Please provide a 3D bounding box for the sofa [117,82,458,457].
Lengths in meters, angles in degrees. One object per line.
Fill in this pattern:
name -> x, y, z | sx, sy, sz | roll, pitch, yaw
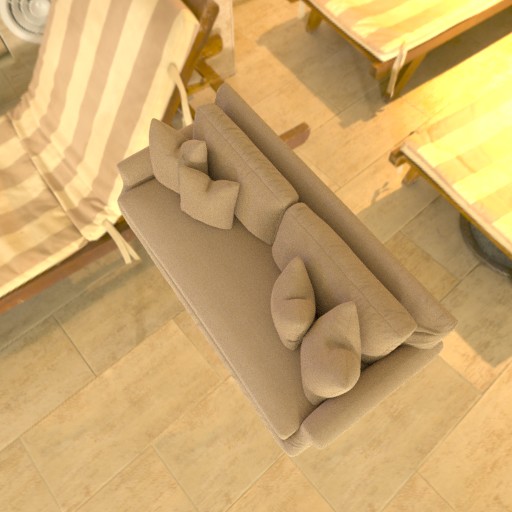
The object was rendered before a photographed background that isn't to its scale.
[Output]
sofa -> 0.000, 0.000, 2.865 | 1.067, 0.904, 2.285 | -32, 67, -16
